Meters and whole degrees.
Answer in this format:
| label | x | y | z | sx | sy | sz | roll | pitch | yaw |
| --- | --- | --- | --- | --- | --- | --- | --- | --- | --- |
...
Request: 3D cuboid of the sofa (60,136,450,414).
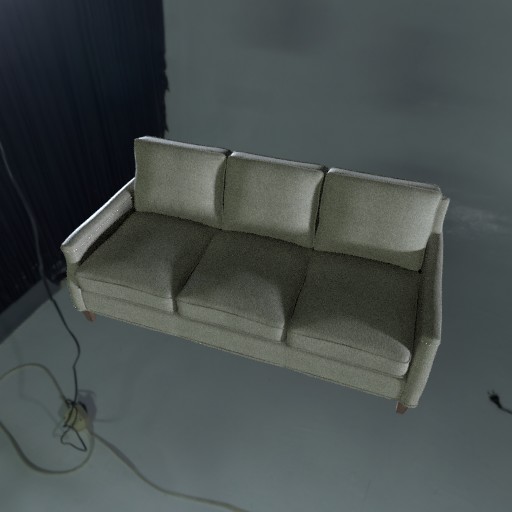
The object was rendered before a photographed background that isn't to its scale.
| label | x | y | z | sx | sy | sz | roll | pitch | yaw |
| --- | --- | --- | --- | --- | --- | --- | --- | --- | --- |
| sofa | 0.000 | 0.000 | 2.851 | 2.246 | 1.003 | 1.084 | 13 | 42 | 15 |
